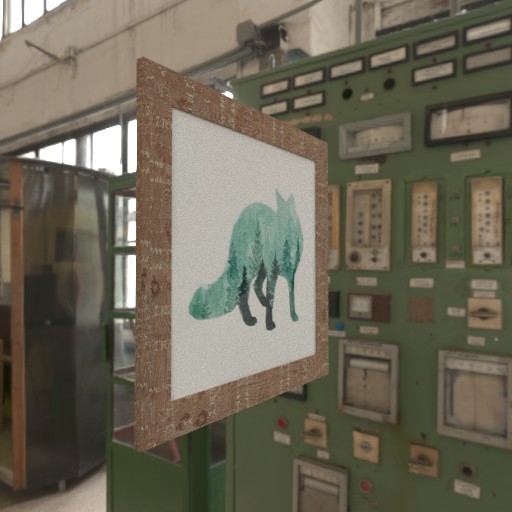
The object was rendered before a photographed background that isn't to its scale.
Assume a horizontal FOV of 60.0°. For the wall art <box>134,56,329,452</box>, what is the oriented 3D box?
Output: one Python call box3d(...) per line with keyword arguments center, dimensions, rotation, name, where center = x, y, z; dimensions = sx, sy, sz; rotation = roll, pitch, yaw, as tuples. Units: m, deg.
box3d(center=(0.000, 0.000, 0.587), dimensions=(0.012, 0.384, 0.384), rotation=(-1, -2, 37), name="wall art")
